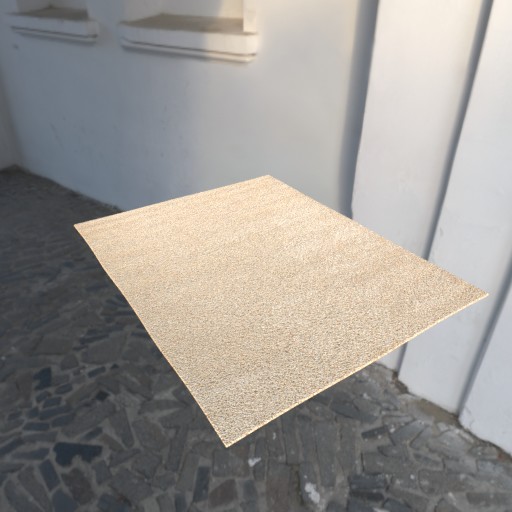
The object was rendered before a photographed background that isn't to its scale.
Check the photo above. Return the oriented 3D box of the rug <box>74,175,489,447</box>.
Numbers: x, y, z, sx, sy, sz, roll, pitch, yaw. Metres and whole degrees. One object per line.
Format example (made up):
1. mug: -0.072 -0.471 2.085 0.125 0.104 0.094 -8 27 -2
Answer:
1. rug: 0.000 0.000 3.981 2.400 0.026 3.000 -20 37 -28
